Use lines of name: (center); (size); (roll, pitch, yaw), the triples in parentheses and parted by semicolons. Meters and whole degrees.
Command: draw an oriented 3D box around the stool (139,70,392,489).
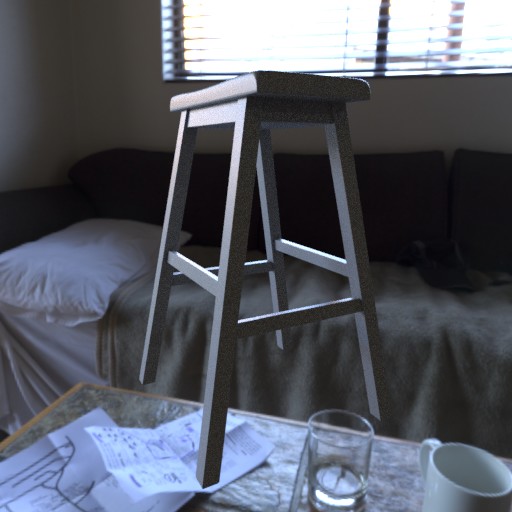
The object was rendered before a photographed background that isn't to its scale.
stool: (0.000, 0.000, 1.038); (0.476, 0.737, 0.457); (-7, 15, -28)
